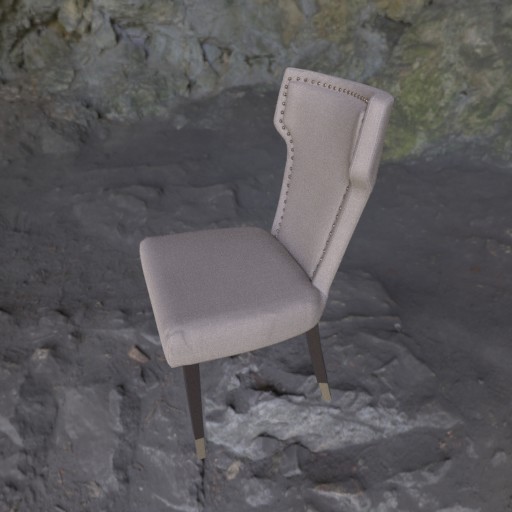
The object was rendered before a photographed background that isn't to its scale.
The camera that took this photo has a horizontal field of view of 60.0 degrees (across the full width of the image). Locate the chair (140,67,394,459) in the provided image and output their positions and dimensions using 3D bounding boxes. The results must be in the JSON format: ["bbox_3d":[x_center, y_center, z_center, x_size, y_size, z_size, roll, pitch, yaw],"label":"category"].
[{"bbox_3d":[0.000,0.000,1.301,0.630,0.955,0.526,-10,32,-17],"label":"chair"}]
